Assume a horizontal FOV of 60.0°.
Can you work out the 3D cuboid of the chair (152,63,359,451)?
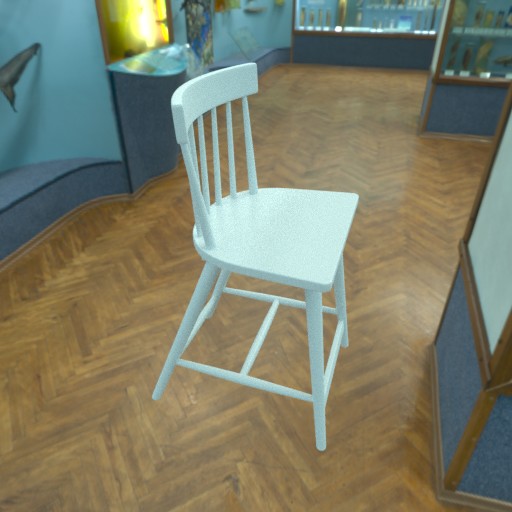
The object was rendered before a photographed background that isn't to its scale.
[{"bbox_3d":[0.000,0.000,1.277,0.572,0.952,0.483,10,35,15],"label":"chair"}]
